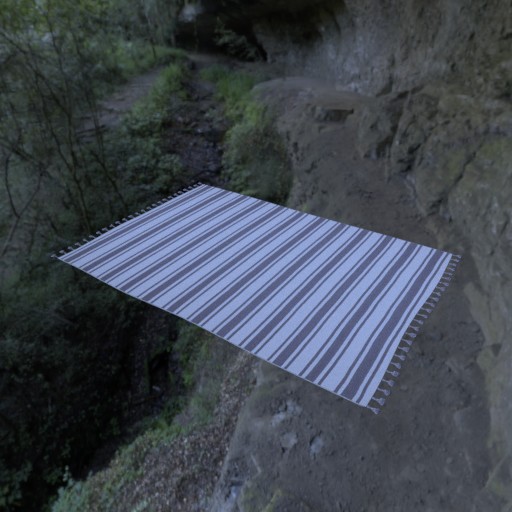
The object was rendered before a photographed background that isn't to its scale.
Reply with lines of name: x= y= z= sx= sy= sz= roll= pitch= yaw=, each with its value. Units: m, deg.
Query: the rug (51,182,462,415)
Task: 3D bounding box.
rug: x=0.000 y=0.000 z=3.896 sx=3.040 sy=0.017 sz=2.030 roll=20 pitch=37 yaw=28
